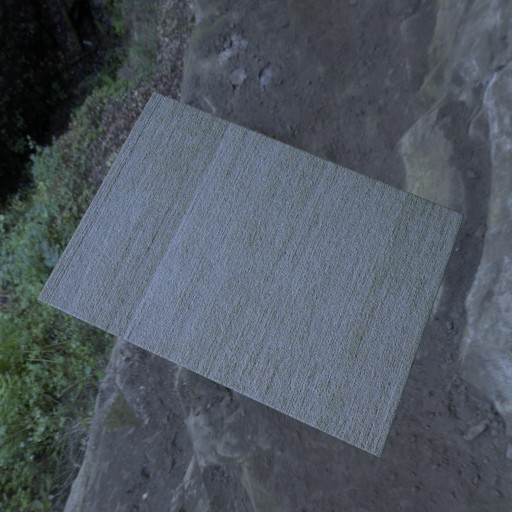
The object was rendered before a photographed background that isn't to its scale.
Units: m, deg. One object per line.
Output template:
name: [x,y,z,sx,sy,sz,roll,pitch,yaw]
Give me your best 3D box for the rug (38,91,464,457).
rug: [0.000,0.000,4.898,3.935,0.025,2.782,23,77,6]
